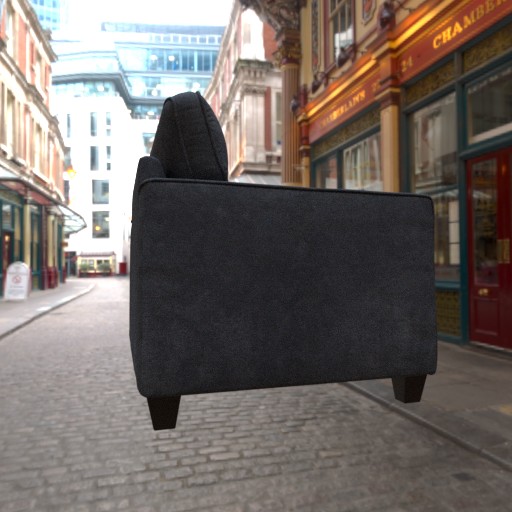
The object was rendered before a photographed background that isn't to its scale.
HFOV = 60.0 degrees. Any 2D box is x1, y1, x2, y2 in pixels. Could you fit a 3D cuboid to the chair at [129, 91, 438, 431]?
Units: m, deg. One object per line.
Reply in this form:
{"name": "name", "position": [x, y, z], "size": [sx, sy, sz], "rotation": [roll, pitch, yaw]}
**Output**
{"name": "chair", "position": [0.000, 0.000, 1.748], "size": [0.939, 0.965, 1.015], "rotation": [1, -2, -17]}
